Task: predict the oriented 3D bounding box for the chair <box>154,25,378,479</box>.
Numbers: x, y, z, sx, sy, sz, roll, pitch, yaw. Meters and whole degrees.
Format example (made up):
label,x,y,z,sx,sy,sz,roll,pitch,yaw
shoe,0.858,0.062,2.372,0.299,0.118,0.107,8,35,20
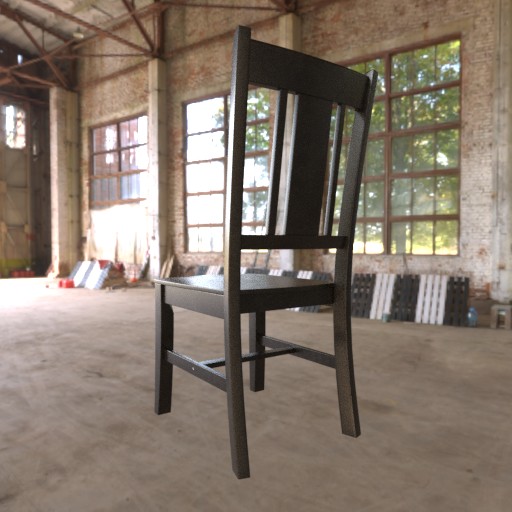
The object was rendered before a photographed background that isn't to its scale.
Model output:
label,x,y,z,sx,sy,sz,roll,pitch,yaw
chair,0.000,0.000,1.286,0.450,0.998,0.555,-1,2,-35
